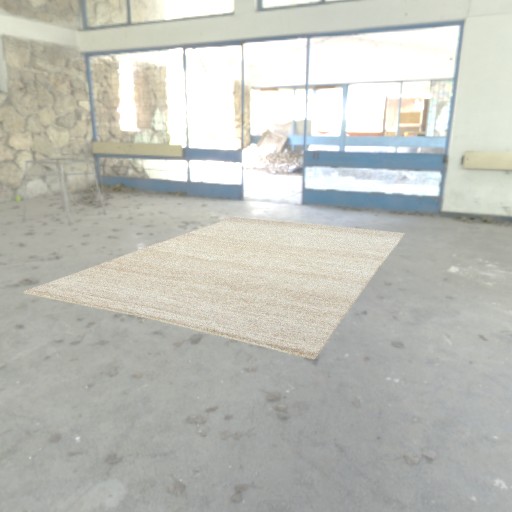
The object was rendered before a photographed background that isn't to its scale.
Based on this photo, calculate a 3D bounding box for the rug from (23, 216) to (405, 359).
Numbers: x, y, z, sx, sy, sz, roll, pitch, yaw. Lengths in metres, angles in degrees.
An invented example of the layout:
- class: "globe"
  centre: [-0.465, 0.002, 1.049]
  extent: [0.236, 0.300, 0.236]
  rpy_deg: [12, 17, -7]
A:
- class: "rug"
  centre: [0.000, 0.000, 2.963]
  extent: [1.596, 0.030, 2.283]
  rpy_deg: [8, 18, 25]
